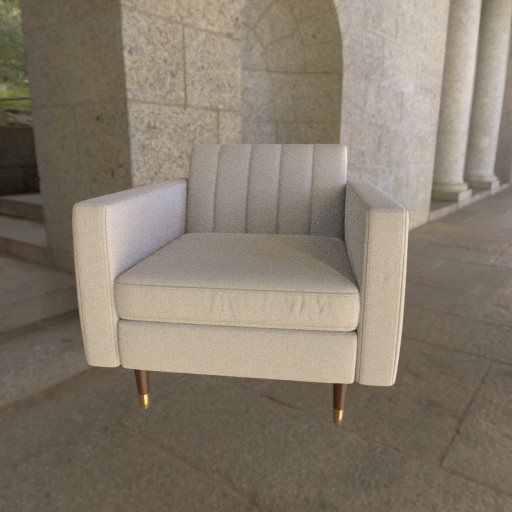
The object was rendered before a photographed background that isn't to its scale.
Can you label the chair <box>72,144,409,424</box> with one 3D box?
[{"bbox_3d":[0.000,0.000,1.674,0.953,0.819,0.998,2,14,8],"label":"chair"}]
